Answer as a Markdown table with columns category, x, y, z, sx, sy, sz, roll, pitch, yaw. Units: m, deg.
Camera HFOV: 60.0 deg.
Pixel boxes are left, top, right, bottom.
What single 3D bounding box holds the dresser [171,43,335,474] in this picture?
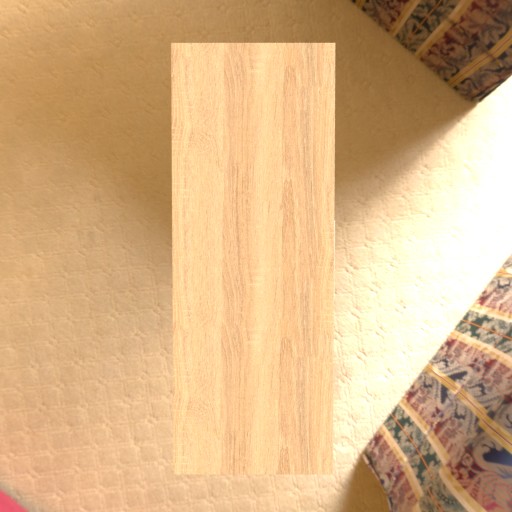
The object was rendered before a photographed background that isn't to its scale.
| category | x | y | z | sx | sy | sz | roll | pitch | yaw |
| --- | --- | --- | --- | --- | --- | --- | --- | --- | --- |
| dresser | 0.000 | 0.000 | 1.455 | 0.380 | 0.900 | 0.980 | 0 | 92 | 0 |
